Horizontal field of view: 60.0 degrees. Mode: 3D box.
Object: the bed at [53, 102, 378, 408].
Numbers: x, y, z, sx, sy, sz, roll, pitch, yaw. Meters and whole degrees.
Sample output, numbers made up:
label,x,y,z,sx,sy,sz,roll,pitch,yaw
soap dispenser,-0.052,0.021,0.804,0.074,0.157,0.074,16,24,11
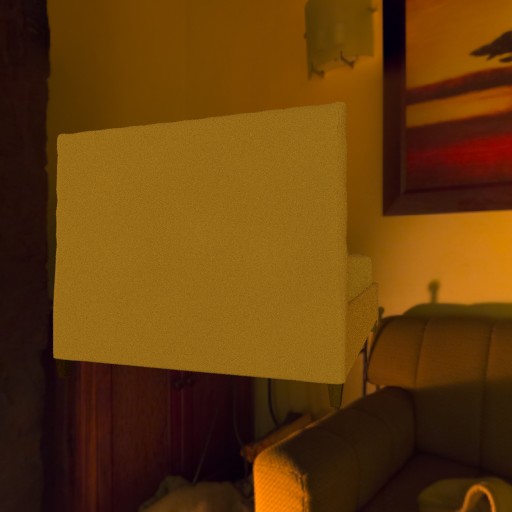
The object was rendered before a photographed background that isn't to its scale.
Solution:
label,x,y,z,sx,sy,sz,roll,pitch,yaw
bed,0.000,0.000,3.420,1.698,1.427,2.387,0,-1,19
